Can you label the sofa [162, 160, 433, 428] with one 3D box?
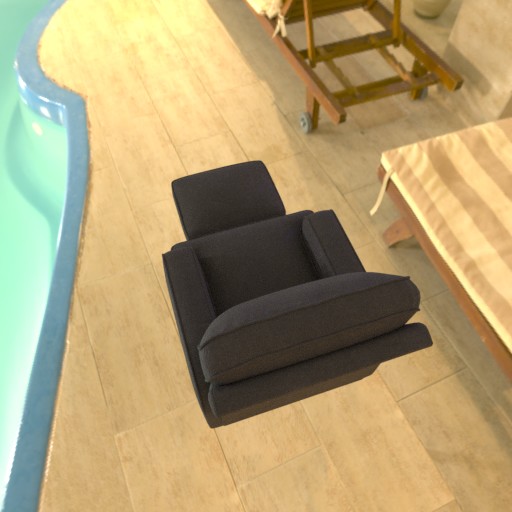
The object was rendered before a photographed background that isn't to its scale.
[{"bbox_3d":[0.000,0.000,2.067,0.861,0.959,1.472,-15,58,-10],"label":"sofa"}]
